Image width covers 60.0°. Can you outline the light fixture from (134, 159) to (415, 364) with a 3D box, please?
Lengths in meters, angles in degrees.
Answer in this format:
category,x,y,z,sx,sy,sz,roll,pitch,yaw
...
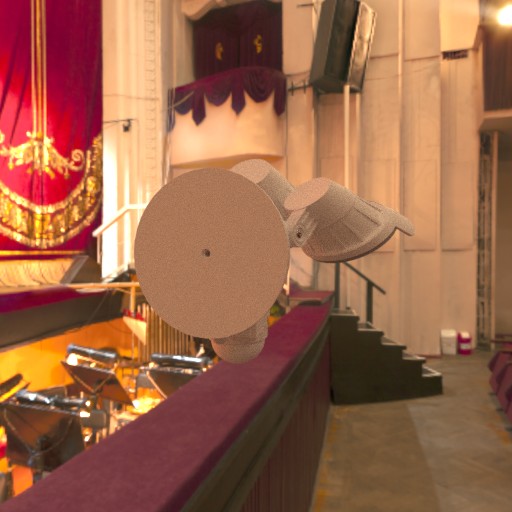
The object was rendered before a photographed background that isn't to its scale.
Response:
category,x,y,z,sx,sy,sz,roll,pitch,yaw
light fixture,0.000,0.000,0.548,0.369,0.237,0.278,0,1,20
